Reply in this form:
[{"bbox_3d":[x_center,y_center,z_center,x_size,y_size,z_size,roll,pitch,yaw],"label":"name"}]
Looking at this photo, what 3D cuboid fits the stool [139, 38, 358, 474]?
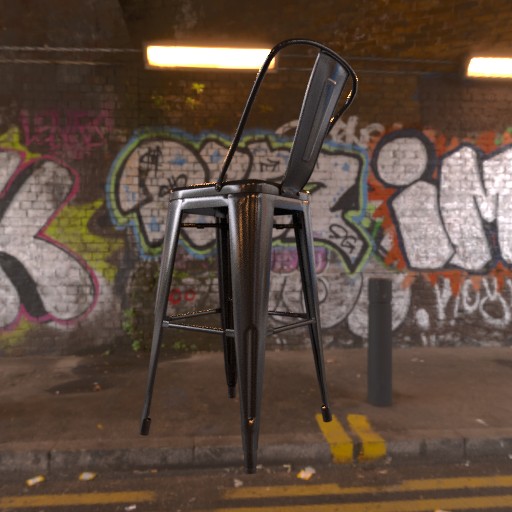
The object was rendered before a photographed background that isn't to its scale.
[{"bbox_3d":[0.000,0.000,1.276,0.528,1.022,0.432,0,1,36],"label":"stool"}]
